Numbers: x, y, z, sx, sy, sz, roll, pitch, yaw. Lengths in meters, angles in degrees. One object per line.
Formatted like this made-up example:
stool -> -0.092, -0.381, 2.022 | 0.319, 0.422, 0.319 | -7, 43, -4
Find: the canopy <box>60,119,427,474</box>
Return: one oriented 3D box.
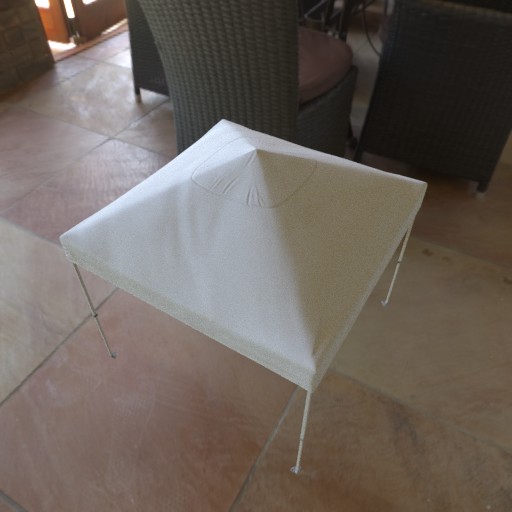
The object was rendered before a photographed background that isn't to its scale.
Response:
canopy -> 0.000, 0.000, 5.460 | 2.996, 2.997, 2.998 | 24, 50, 22
